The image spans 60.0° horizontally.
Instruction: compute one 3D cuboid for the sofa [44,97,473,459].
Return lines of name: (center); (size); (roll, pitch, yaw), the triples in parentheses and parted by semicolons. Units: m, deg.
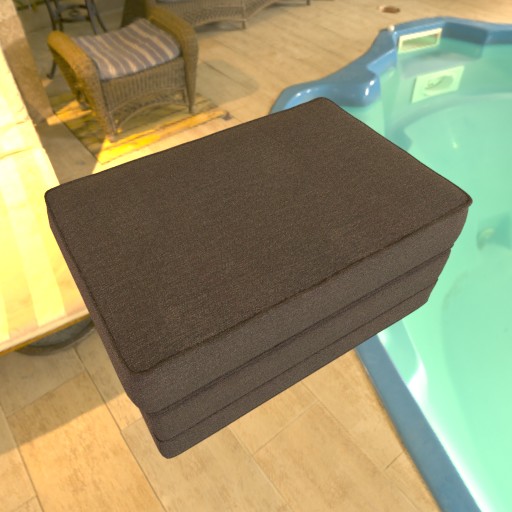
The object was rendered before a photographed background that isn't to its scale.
sofa: (0.000, 0.000, 1.163); (0.854, 0.457, 0.578); (-25, 52, -21)
